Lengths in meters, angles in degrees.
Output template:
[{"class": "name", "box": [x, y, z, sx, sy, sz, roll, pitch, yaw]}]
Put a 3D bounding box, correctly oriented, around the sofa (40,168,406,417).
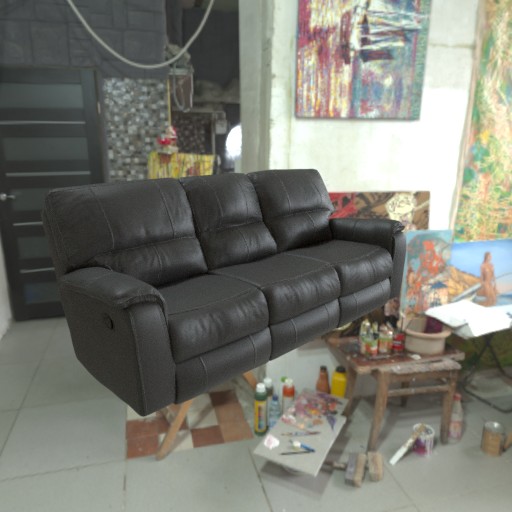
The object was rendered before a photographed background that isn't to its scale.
[{"class": "sofa", "box": [0.000, 0.000, 3.189, 2.627, 1.134, 1.104, -14, 20, -42]}]
